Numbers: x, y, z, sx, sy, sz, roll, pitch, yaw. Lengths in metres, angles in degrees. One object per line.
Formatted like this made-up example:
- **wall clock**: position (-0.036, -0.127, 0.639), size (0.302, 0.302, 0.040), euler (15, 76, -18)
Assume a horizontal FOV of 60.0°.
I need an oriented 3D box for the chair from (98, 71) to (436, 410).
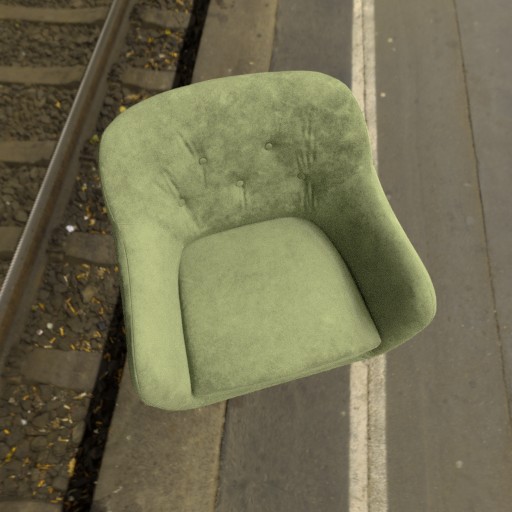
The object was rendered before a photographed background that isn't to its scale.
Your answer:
- **chair**: position (0.000, 0.000, 1.463), size (0.840, 0.804, 0.819), euler (-14, 64, -7)
